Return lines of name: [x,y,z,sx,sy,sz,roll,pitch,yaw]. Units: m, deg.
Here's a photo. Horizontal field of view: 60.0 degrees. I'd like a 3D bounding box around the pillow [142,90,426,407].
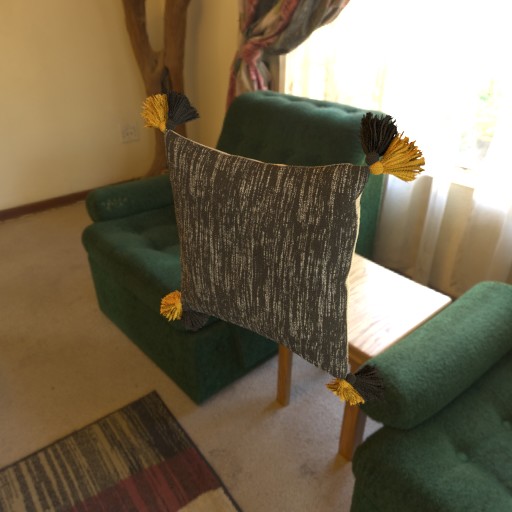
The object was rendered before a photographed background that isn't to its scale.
pillow: [0.000,0.000,0.972,0.654,0.659,0.139,18,35,29]
